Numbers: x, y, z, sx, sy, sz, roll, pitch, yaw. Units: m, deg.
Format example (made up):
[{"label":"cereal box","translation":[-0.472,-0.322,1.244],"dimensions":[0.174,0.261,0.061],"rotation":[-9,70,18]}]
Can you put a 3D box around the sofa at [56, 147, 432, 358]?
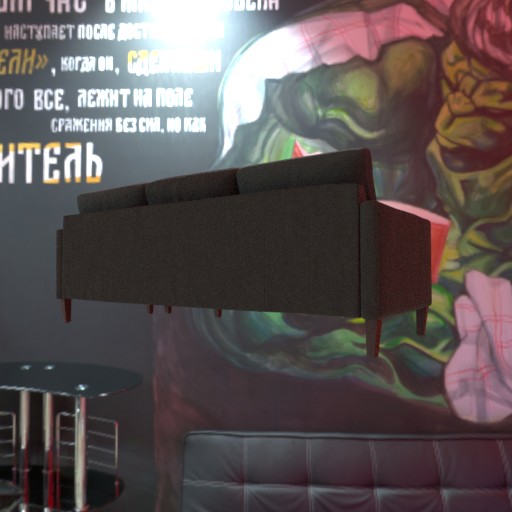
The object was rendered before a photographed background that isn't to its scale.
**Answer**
[{"label":"sofa","translation":[0.000,0.000,2.905],"dimensions":[2.178,0.876,1.506],"rotation":[-1,-2,35]}]
